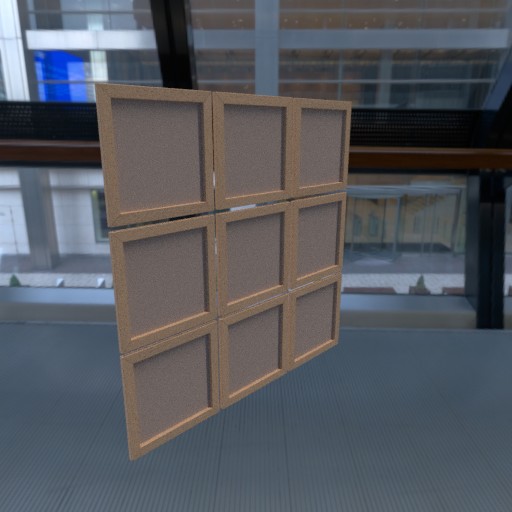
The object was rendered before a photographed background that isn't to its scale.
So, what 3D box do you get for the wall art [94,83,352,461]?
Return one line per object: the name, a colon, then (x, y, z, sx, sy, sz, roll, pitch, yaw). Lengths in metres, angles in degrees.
wall art: (0.000, 0.000, 1.331, 0.012, 0.910, 0.917, 15, 22, 43)
